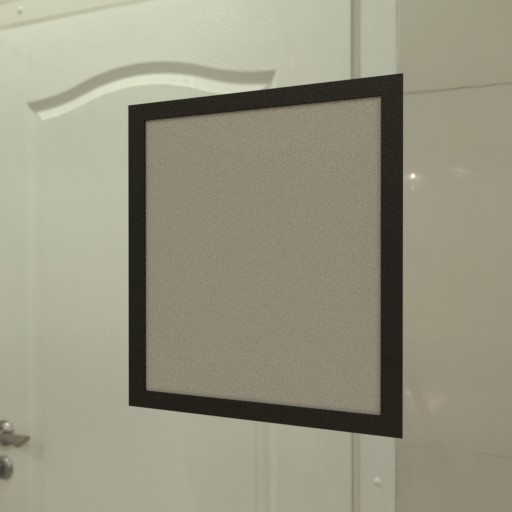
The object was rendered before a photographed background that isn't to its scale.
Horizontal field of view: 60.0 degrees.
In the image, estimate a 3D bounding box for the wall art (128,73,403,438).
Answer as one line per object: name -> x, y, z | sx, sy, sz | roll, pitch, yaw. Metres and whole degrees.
wall art -> 0.000, 0.000, 0.525 | 0.330, 0.381, 0.029 | 0, 0, 18
